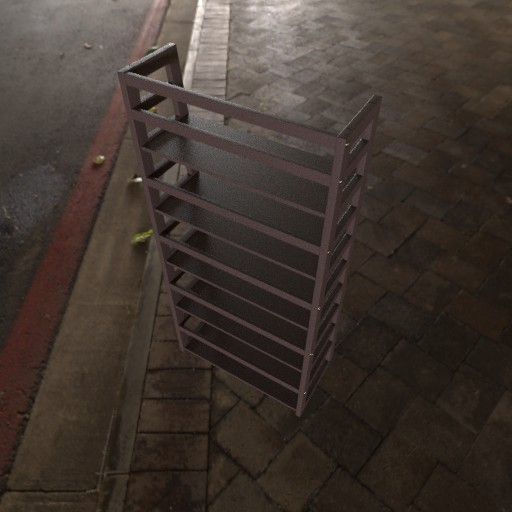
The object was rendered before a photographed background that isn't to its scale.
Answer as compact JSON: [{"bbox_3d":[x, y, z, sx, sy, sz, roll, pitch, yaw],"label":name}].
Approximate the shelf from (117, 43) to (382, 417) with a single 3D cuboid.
[{"bbox_3d":[0.000,0.000,1.928,0.763,1.600,0.403,23,51,21],"label":"shelf"}]
